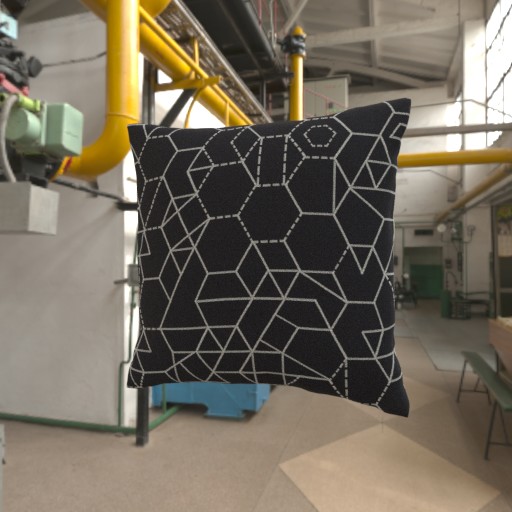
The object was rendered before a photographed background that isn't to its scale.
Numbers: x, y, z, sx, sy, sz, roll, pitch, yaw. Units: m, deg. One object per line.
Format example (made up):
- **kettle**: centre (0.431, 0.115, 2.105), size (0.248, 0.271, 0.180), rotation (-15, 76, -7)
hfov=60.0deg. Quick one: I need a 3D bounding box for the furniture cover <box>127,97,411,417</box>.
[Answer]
- **furniture cover**: centre (0.000, 0.000, 0.779), size (0.517, 0.508, 0.158), rotation (0, 0, 17)
